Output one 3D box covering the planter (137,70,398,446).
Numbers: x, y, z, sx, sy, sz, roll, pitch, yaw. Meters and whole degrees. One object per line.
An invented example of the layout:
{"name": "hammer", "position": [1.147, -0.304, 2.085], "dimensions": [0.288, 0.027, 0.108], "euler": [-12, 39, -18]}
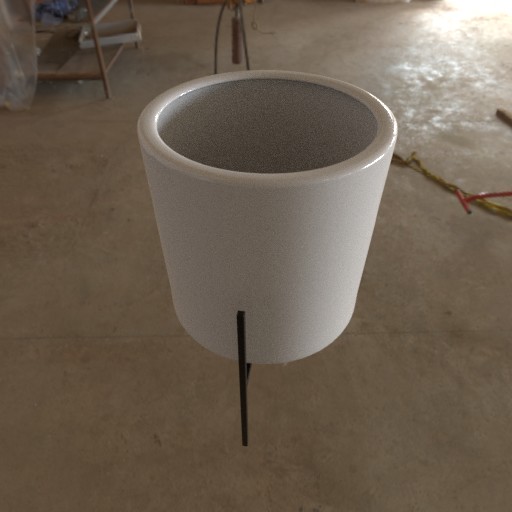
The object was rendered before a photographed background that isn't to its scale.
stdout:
{"name": "planter", "position": [0.000, 0.000, 0.632], "dimensions": [0.308, 0.431, 0.307], "euler": [25, 47, 25]}
